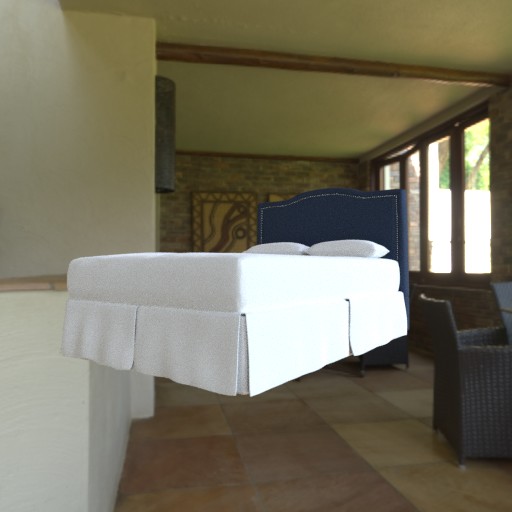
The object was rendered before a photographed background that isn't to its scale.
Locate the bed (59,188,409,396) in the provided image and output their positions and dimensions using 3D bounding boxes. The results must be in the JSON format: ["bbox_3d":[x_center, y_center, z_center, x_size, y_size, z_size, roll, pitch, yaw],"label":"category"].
[{"bbox_3d":[0.000,0.000,3.621,1.741,1.441,2.507,-1,-2,37],"label":"bed"}]
